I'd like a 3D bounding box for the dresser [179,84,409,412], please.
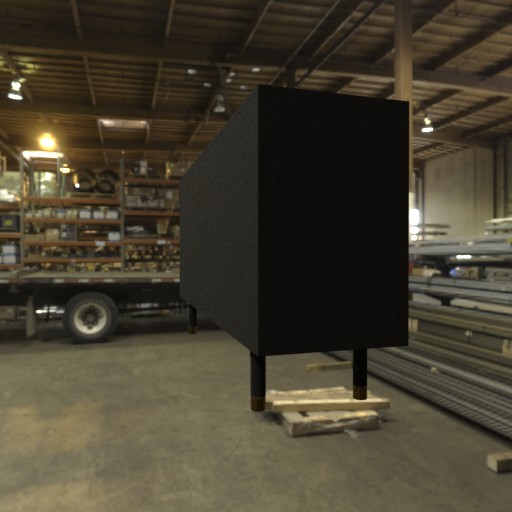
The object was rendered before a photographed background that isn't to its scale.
[{"bbox_3d":[0.000,0.000,1.918,0.463,0.872,1.558,0,1,-17],"label":"dresser"}]
